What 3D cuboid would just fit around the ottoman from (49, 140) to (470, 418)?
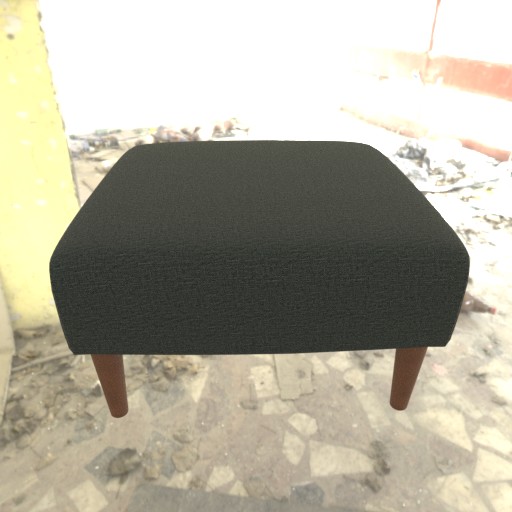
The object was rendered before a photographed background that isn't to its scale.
[{"bbox_3d":[0.000,0.000,1.003,0.650,0.398,0.649,-1,30,-2],"label":"ottoman"}]
